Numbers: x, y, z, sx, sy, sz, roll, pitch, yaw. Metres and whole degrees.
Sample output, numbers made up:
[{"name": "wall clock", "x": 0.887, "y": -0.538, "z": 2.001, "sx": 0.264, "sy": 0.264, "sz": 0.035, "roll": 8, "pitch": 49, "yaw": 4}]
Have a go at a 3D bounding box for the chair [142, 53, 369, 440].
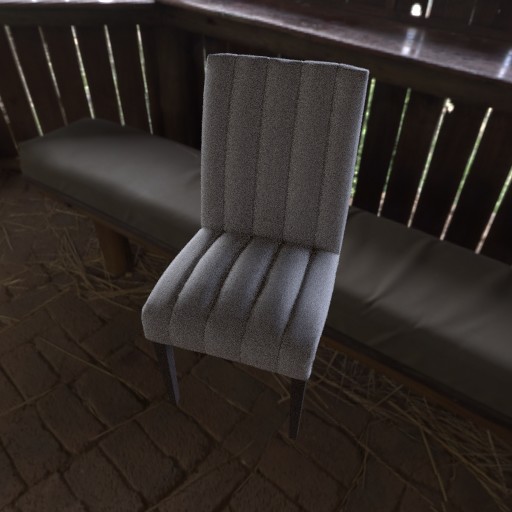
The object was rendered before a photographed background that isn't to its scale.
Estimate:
[{"name": "chair", "x": 0.000, "y": 0.000, "z": 1.390, "sx": 0.511, "sy": 1.016, "sz": 0.647, "roll": 11, "pitch": 41, "yaw": 13}]
